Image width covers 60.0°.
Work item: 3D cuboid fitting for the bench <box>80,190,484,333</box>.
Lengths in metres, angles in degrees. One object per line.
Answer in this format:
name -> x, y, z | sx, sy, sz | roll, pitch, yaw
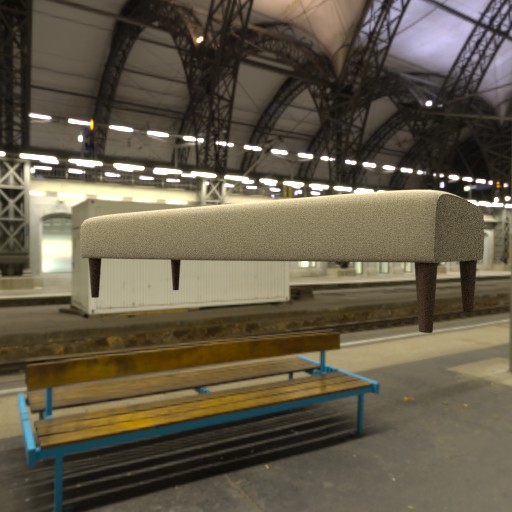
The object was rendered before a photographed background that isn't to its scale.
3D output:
bench -> 0.000, 0.000, 1.832 | 1.609, 0.393, 0.646 | 0, 1, 37
